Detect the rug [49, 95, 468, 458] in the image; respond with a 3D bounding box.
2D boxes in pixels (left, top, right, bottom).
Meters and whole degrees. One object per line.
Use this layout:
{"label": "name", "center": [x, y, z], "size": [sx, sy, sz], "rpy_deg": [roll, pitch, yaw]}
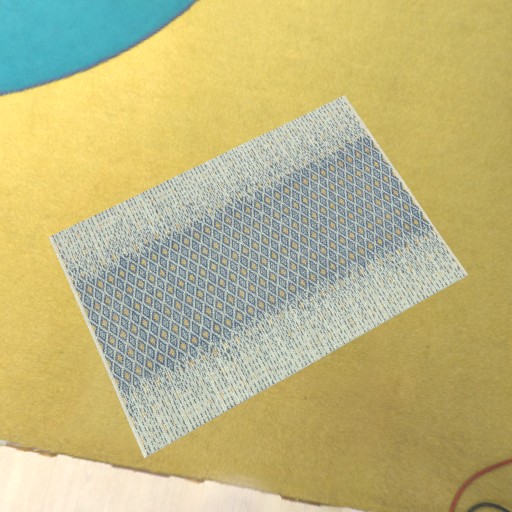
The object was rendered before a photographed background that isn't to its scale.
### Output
{"label": "rug", "center": [0.000, 0.000, 2.308], "size": [1.828, 0.005, 1.219], "rpy_deg": [-27, 76, -7]}
